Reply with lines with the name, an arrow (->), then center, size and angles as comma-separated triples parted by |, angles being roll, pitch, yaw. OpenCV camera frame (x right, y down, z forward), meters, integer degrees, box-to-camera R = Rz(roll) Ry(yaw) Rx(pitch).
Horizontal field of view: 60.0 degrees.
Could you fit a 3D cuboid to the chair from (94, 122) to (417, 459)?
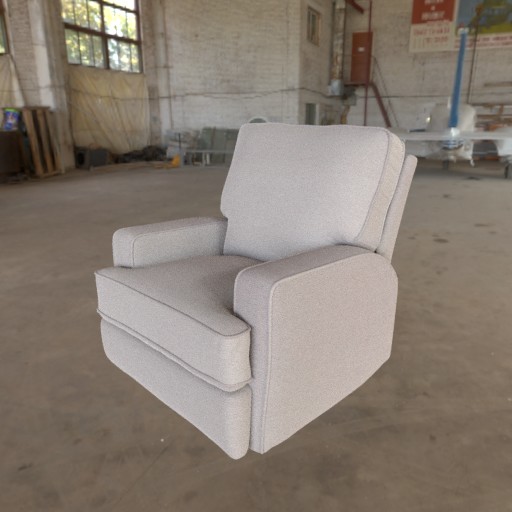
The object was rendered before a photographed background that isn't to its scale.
chair -> 0.000, 0.000, 1.669 | 0.861, 0.964, 0.969 | 16, 23, 43
